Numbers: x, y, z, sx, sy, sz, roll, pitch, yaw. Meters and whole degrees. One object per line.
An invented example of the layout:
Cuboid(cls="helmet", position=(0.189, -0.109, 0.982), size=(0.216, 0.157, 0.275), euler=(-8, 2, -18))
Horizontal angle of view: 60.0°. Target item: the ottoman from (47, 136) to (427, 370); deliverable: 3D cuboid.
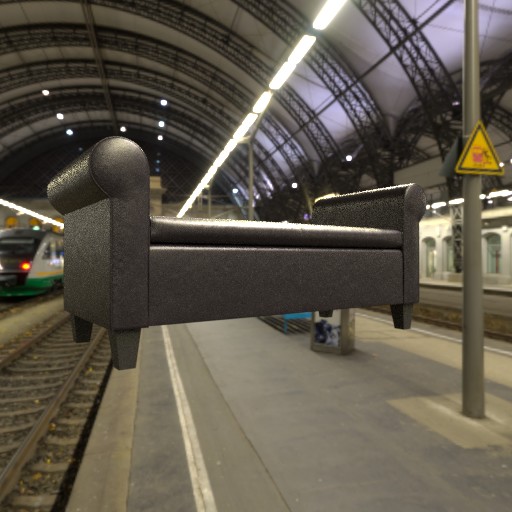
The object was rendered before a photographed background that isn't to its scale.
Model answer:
Cuboid(cls="ottoman", position=(0.000, 0.000, 1.547), size=(1.256, 0.547, 0.521), euler=(0, -1, -35))
